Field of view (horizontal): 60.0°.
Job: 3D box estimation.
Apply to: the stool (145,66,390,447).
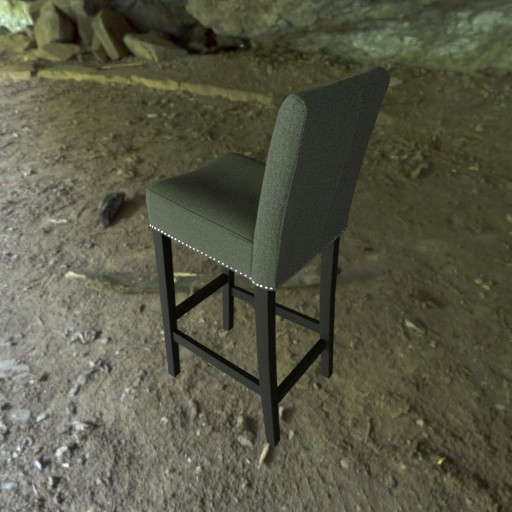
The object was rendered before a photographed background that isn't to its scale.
[{"bbox_3d":[0.000,0.000,1.319,0.548,1.047,0.411,21,37,30],"label":"stool"}]
